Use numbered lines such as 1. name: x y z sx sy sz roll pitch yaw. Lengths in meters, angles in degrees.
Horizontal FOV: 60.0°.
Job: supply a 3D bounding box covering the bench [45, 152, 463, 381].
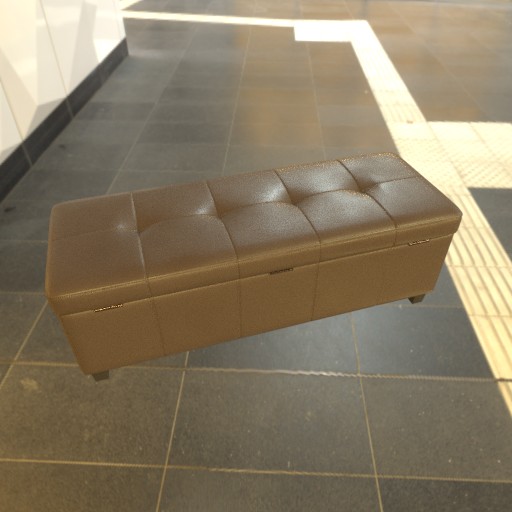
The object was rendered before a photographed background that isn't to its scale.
1. bench: 0.000 0.000 1.491 1.219 0.417 0.450 -11 42 -13
